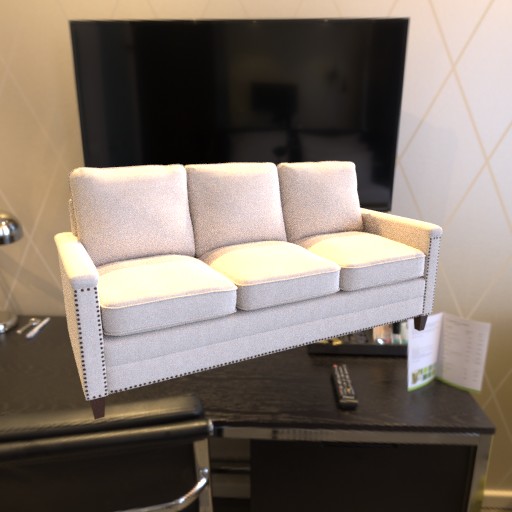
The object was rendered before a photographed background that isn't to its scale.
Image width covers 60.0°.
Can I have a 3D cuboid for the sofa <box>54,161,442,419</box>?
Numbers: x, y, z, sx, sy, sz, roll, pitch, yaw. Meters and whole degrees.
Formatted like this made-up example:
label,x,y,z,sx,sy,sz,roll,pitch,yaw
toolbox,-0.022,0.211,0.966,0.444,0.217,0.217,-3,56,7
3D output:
label,x,y,z,sx,sy,sz,roll,pitch,yaw
sofa,0.000,0.000,2.390,1.925,0.961,0.828,-8,17,-26
